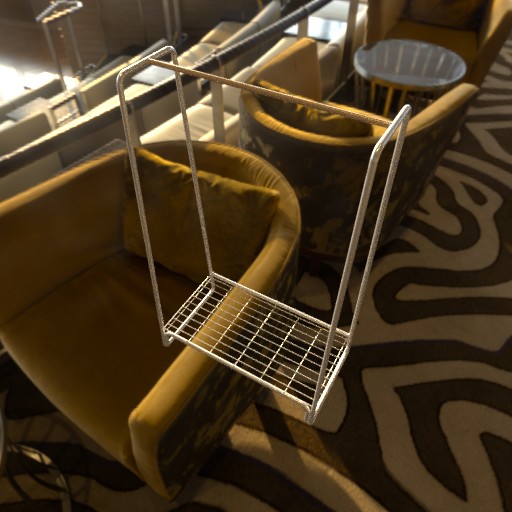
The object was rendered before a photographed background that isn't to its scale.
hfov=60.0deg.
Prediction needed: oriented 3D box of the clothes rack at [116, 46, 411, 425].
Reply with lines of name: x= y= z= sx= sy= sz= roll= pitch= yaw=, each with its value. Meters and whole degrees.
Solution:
clothes rack: x=0.000 y=0.000 z=1.911 sx=0.900 sy=1.500 sz=0.495 roll=23 pitch=50 yaw=20
